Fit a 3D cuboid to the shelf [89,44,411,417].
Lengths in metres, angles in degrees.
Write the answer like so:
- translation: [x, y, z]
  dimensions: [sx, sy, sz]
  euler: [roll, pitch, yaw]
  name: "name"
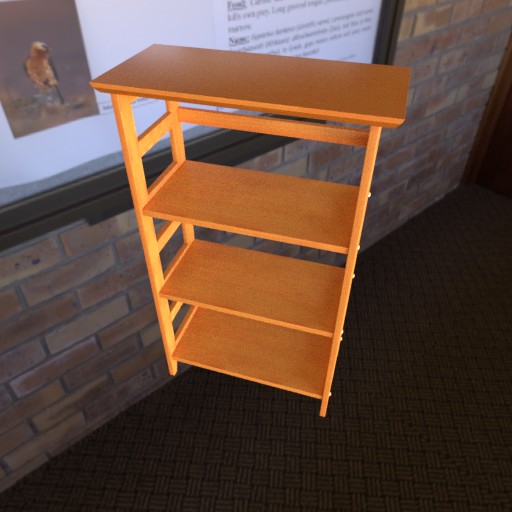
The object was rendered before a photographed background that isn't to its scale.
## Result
- translation: [0.000, 0.000, 1.337]
  dimensions: [0.660, 1.067, 0.305]
  euler: [11, 42, 13]
  name: "shelf"
